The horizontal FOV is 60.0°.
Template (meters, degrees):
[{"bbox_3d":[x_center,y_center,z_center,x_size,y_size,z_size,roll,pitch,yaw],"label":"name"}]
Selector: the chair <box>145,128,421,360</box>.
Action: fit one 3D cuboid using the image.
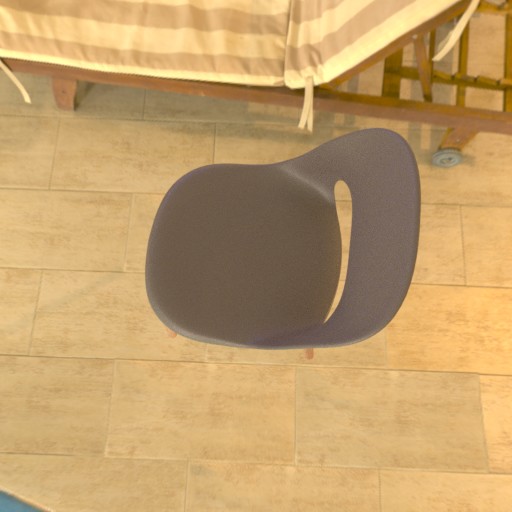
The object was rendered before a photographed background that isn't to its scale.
[{"bbox_3d":[0.000,0.000,1.136,0.556,0.795,0.470,8,76,2],"label":"chair"}]
